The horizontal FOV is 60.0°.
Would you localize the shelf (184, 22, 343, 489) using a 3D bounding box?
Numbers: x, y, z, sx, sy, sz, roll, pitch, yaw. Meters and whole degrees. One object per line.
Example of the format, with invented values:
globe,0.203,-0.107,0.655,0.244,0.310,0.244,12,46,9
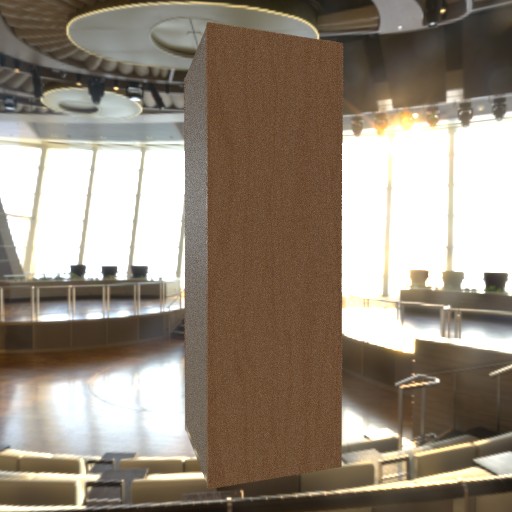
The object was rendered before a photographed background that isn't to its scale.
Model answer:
shelf,0.000,0.000,1.039,0.290,0.900,0.300,0,1,-18
